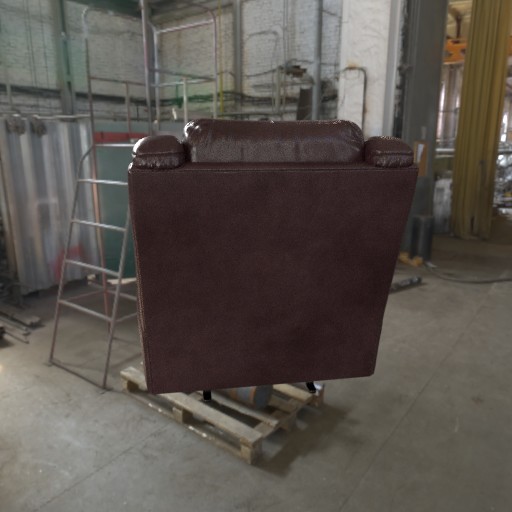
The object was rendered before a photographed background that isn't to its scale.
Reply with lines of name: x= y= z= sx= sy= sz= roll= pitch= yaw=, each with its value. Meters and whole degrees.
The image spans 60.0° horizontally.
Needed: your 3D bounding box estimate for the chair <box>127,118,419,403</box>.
chair: x=0.000 y=0.000 z=1.926 sx=0.990 sy=1.093 sz=1.041 roll=-2 pitch=14 yaw=-9
